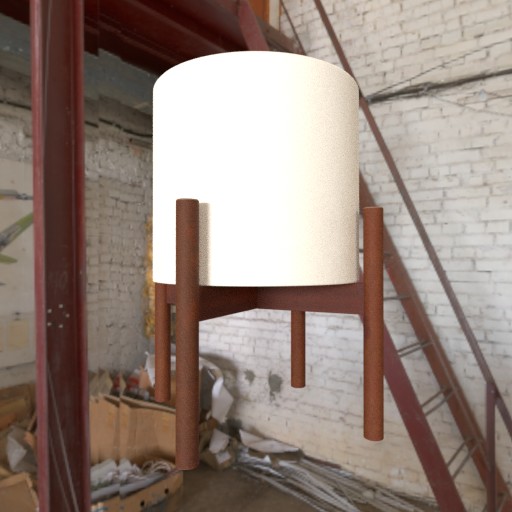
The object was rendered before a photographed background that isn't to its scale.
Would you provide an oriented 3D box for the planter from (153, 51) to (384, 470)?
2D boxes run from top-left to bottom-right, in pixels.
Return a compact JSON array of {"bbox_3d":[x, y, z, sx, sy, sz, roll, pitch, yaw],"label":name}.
[{"bbox_3d":[0.000,0.000,0.495,0.224,0.358,0.224,0,0,-18],"label":"planter"}]
